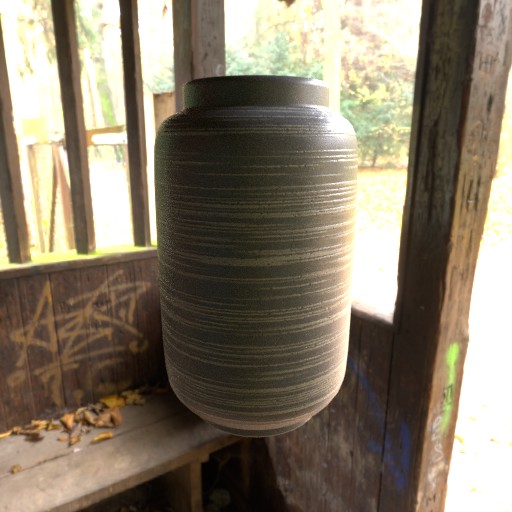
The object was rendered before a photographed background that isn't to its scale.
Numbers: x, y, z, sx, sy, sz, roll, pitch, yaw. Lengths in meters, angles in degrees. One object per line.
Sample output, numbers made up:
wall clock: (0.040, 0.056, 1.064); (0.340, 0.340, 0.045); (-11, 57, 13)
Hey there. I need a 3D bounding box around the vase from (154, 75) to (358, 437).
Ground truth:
vase: (0.000, 0.000, 0.686); (0.297, 0.499, 0.297); (0, 15, 0)
